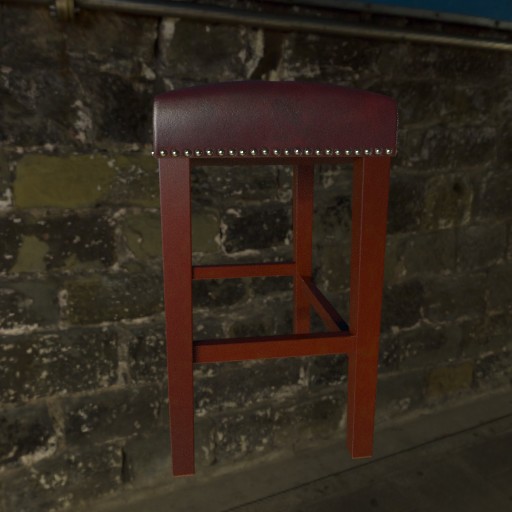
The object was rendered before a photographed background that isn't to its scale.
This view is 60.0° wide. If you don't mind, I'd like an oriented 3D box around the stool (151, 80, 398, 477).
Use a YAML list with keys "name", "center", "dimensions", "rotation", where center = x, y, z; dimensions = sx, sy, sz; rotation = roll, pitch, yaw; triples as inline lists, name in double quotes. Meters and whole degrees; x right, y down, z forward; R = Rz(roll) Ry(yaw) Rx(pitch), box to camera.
- name: "stool"
  center: [0.000, 0.000, 0.946]
  dimensions: [0.372, 0.657, 0.504]
  rotation: [-2, 16, -8]
